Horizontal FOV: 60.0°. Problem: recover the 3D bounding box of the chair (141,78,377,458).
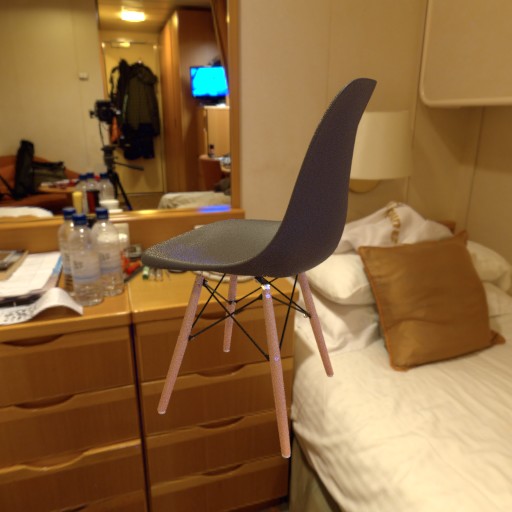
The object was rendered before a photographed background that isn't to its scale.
[{"bbox_3d":[0.000,0.000,1.134,0.533,0.825,0.470,8,20,24],"label":"chair"}]
